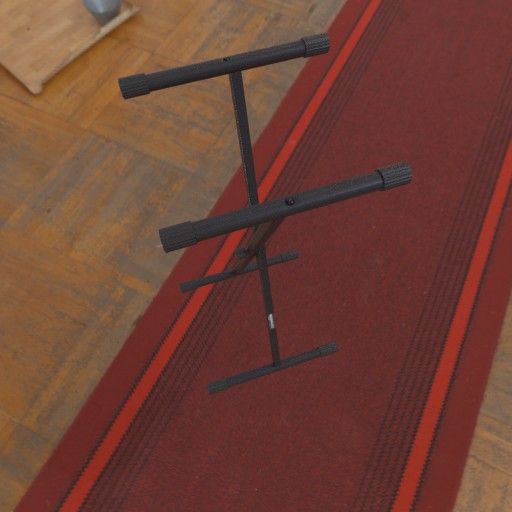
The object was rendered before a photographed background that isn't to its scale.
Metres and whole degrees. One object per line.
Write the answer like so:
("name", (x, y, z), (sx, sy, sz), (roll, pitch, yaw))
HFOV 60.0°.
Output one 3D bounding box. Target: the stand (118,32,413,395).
("stand", (0.000, 0.000, 1.142), (0.449, 0.940, 0.409), (-16, 63, -8))
